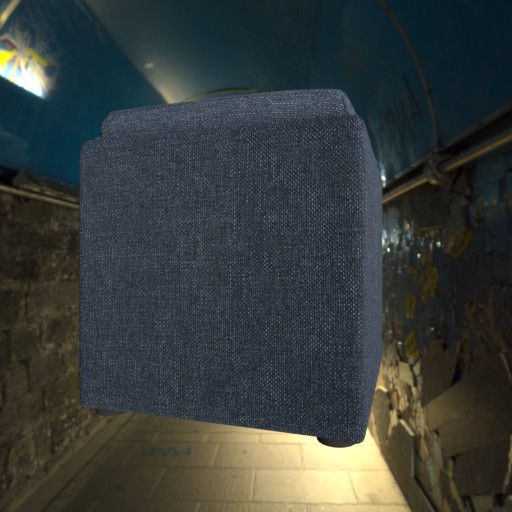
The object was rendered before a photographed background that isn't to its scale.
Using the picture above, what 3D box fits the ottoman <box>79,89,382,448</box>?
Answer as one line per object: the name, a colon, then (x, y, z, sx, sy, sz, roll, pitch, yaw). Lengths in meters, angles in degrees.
ottoman: (0.000, 0.000, 0.831, 0.436, 0.493, 0.454, 0, 0, 18)
